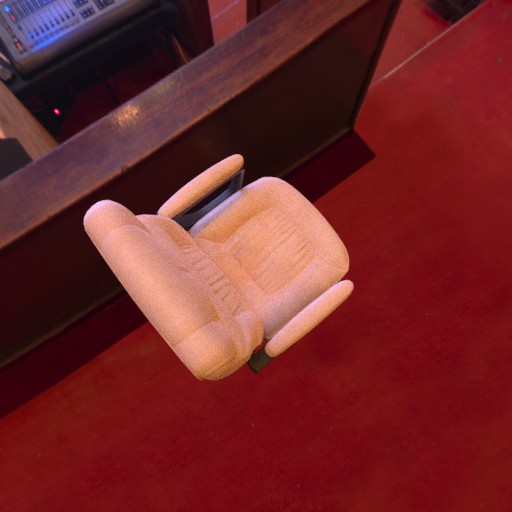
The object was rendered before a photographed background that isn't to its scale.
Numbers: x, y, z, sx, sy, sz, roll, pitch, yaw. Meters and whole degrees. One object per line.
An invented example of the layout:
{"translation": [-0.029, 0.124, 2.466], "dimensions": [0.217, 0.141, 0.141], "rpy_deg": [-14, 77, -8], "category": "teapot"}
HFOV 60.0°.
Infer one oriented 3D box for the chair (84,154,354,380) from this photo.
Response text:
{"translation": [0.000, 0.000, 1.561], "dimensions": [0.724, 1.105, 0.667], "rpy_deg": [-38, 79, -9], "category": "chair"}
